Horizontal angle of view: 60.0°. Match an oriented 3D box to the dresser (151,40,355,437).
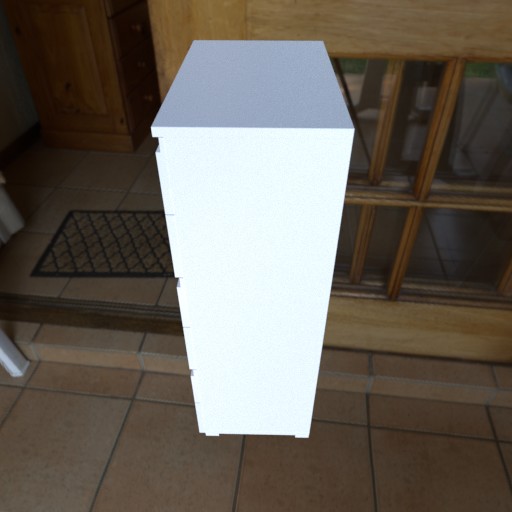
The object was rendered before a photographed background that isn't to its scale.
[{"bbox_3d":[0.000,0.000,1.498,0.400,1.190,0.650,1,40,1],"label":"dresser"}]
